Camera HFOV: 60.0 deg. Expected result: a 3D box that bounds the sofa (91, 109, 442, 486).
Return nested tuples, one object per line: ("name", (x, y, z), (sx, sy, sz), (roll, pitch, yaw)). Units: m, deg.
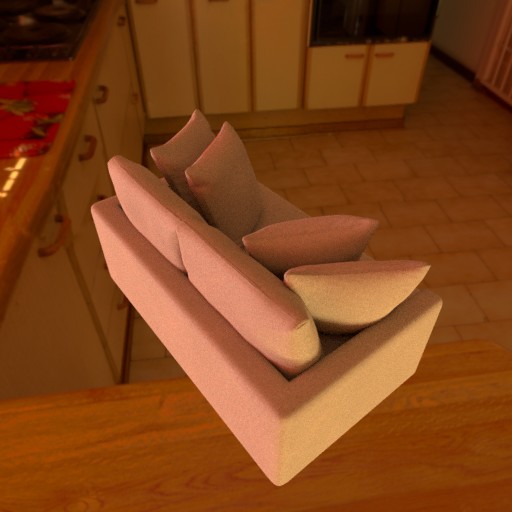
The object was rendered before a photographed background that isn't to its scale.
("sofa", (0.000, 0.000, 2.584), (1.228, 1.080, 1.869), (-27, 48, -28))
